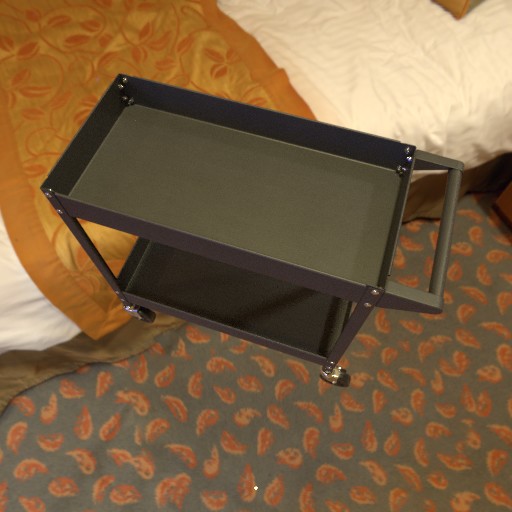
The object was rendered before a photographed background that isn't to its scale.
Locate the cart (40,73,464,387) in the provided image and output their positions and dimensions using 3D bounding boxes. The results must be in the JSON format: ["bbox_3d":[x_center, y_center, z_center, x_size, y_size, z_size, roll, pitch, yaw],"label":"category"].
[{"bbox_3d":[0.000,0.000,1.181,0.779,0.719,0.366,17,64,9],"label":"cart"}]
